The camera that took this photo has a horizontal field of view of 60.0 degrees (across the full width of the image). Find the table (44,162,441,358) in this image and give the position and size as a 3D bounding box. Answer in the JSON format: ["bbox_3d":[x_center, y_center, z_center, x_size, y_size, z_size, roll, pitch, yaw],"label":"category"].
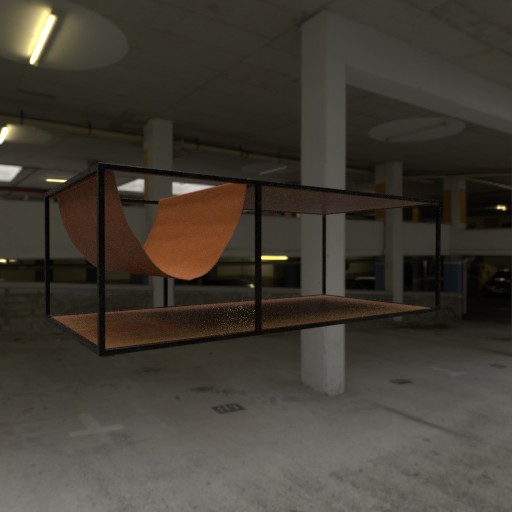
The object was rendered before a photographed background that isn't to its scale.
[{"bbox_3d":[0.000,0.000,1.489,1.199,0.403,0.597,0,1,-35],"label":"table"}]
